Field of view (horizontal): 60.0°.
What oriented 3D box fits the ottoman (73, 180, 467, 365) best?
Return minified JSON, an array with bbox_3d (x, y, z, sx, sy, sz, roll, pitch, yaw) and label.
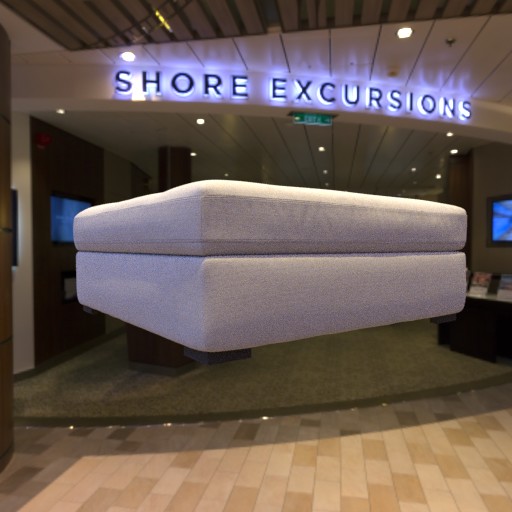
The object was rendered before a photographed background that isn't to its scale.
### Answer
[{"bbox_3d":[0.000,0.000,1.779,1.163,0.482,1.167,-1,2,-36],"label":"ottoman"}]
